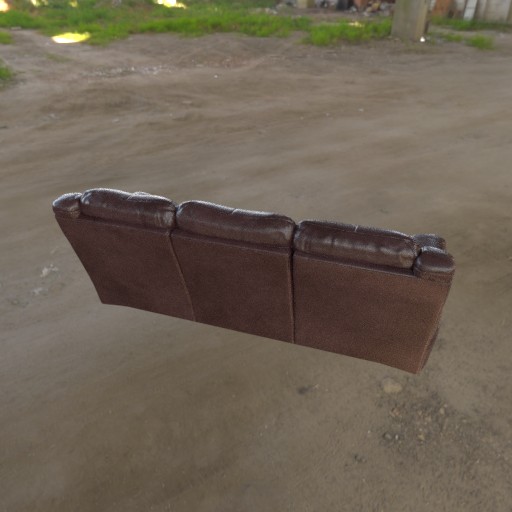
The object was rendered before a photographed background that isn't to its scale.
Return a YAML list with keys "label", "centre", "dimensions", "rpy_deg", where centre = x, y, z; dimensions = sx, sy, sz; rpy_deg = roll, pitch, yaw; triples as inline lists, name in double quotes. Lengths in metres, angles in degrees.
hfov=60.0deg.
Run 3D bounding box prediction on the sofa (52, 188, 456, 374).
- label: "sofa"
  centre: [0.000, 0.000, 2.901]
  dimensions: [2.337, 1.043, 0.991]
  rpy_deg: [10, 34, 15]
